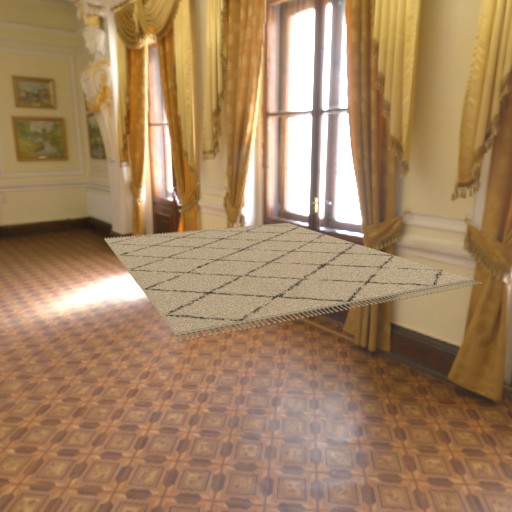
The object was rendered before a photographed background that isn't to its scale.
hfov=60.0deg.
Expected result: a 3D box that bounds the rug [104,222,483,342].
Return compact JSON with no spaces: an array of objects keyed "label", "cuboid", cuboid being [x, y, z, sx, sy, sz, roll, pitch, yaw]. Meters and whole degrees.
[{"label":"rug","cuboid":[0.000,0.000,4.206,2.380,0.013,3.051,-7,15,-25]}]
